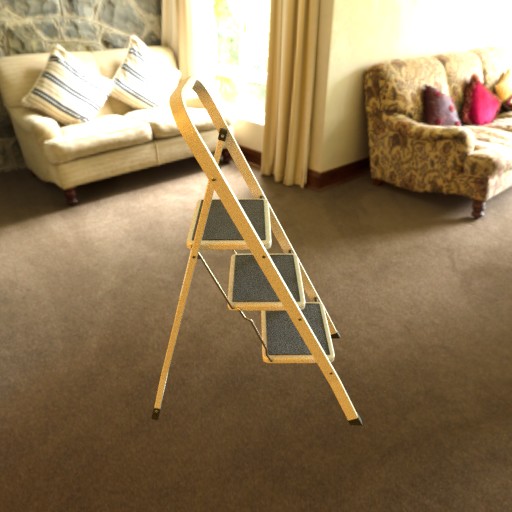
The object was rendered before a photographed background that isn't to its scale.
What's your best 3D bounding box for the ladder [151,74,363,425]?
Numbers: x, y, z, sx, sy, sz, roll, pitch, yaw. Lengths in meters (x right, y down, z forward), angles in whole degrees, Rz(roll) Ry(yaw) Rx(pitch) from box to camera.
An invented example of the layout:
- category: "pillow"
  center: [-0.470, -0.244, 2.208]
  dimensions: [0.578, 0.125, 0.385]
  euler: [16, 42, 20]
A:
- category: "ladder"
  center: [0.000, 0.000, 1.410]
  dimensions: [0.711, 1.050, 0.460]
  euler: [0, 31, 0]
